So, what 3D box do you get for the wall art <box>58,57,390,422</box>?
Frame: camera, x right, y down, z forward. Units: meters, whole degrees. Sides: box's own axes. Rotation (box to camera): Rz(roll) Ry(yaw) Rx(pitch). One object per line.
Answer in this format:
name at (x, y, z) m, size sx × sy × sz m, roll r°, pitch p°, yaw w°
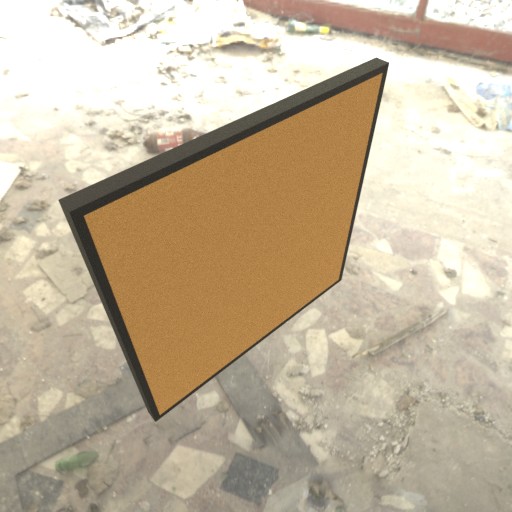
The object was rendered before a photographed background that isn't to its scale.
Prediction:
wall art at (0.000, 0.000, 1.111) m, size 0.763 × 0.763 × 0.038 m, roll -33°, pitch 55°, yaw -27°
